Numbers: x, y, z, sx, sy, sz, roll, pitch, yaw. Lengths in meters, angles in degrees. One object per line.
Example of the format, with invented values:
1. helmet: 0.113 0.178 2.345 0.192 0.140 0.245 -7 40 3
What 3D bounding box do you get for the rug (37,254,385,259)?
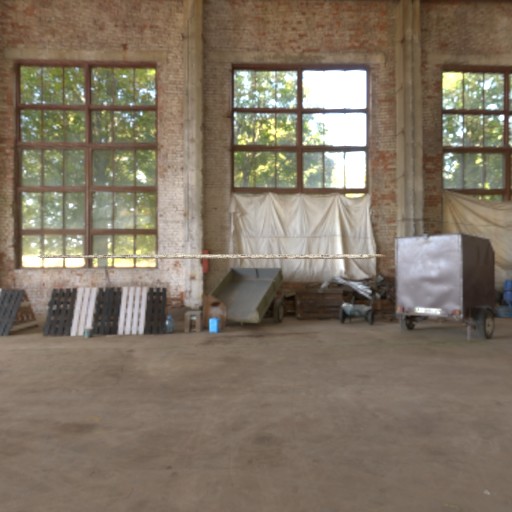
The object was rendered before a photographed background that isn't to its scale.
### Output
1. rug: 0.000 0.000 3.901 2.125 0.028 3.027 0 0 18
